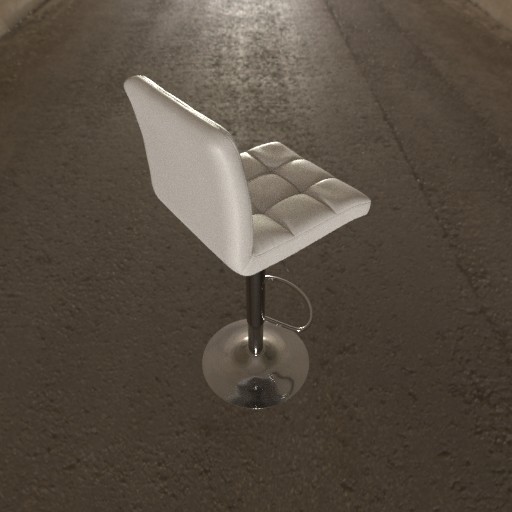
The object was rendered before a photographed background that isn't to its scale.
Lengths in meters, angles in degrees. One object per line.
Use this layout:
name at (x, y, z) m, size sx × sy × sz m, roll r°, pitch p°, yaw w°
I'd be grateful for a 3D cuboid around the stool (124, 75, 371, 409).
stool at (0.000, 0.000, 1.394) m, size 0.505 × 1.115 × 0.430 m, roll -26°, pitch 48°, yaw -27°
